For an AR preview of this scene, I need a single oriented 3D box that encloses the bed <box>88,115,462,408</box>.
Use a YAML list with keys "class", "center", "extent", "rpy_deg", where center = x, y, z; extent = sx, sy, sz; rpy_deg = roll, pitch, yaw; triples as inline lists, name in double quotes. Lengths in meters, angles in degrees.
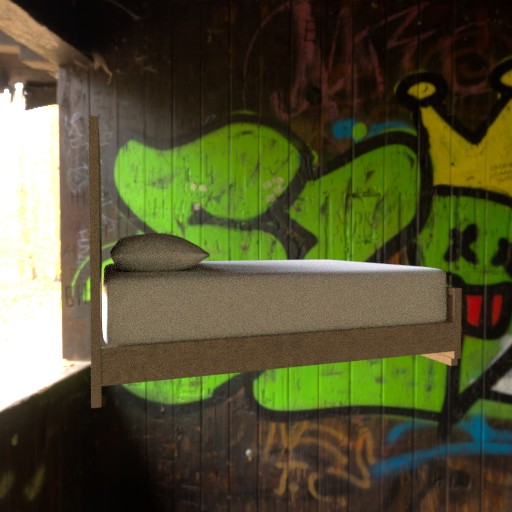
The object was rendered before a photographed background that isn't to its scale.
- class: "bed"
  center: [0.000, 0.000, 3.184]
  extent: [2.189, 1.369, 1.606]
  rpy_deg: [-1, 2, -19]
